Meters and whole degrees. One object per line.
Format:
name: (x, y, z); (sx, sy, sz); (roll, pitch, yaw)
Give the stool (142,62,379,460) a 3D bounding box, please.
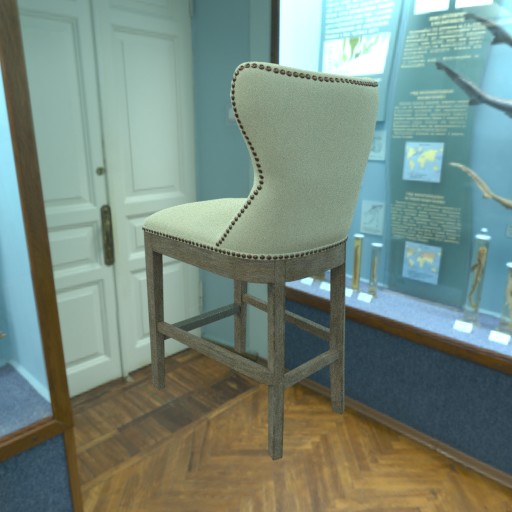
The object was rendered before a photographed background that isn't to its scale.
stool: (0.000, 0.000, 1.310); (0.498, 0.981, 0.608); (-15, 22, -42)
